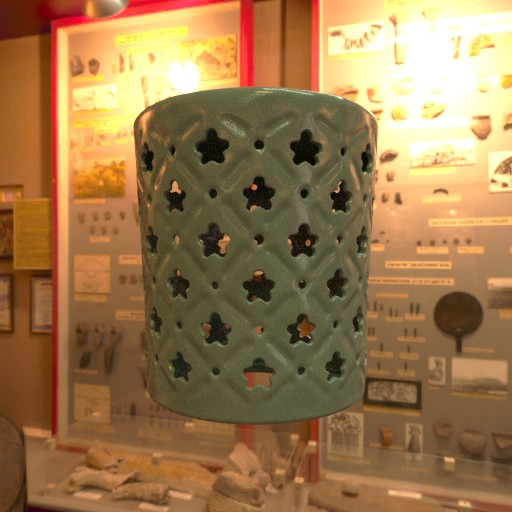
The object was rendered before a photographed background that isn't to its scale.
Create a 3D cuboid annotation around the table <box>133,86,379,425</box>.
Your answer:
[{"bbox_3d":[0.000,0.000,0.661,0.352,0.387,0.352,0,1,0],"label":"table"}]
